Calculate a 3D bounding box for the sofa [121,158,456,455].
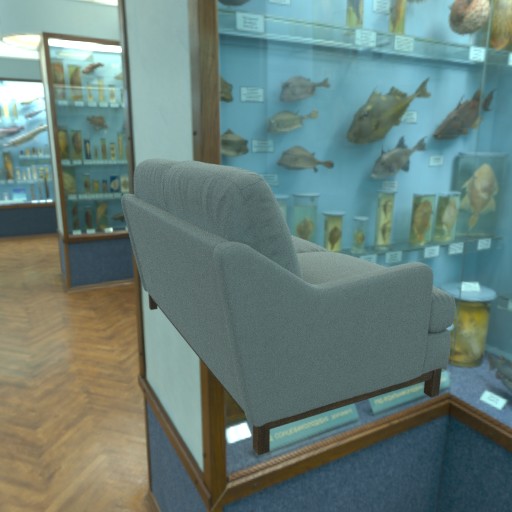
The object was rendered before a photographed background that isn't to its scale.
[{"bbox_3d":[0.000,0.000,2.153,0.987,0.921,1.589,-7,15,-25],"label":"sofa"}]
